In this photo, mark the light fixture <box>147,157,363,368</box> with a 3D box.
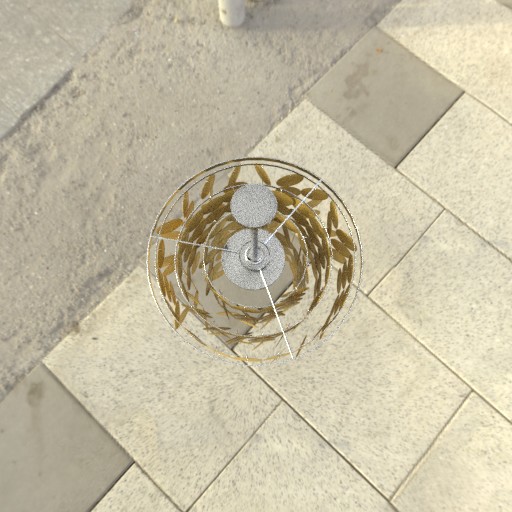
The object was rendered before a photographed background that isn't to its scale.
[{"bbox_3d":[0.000,0.000,0.744,0.368,0.492,0.368,0,75,0],"label":"light fixture"}]
